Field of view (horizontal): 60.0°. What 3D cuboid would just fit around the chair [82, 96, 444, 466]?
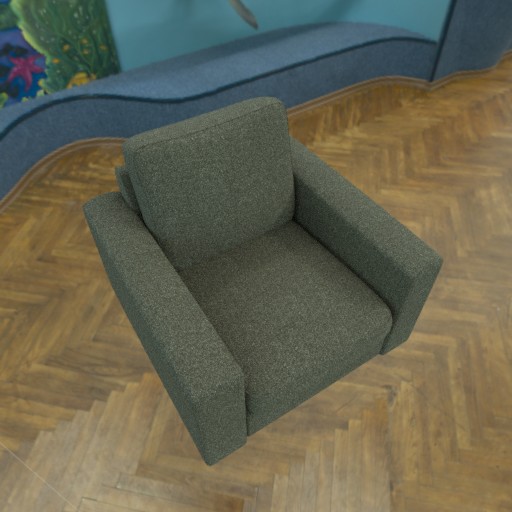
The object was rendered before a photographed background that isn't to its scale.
[{"bbox_3d":[0.000,0.000,1.734,1.005,0.873,1.016,-25,52,-21],"label":"chair"}]
